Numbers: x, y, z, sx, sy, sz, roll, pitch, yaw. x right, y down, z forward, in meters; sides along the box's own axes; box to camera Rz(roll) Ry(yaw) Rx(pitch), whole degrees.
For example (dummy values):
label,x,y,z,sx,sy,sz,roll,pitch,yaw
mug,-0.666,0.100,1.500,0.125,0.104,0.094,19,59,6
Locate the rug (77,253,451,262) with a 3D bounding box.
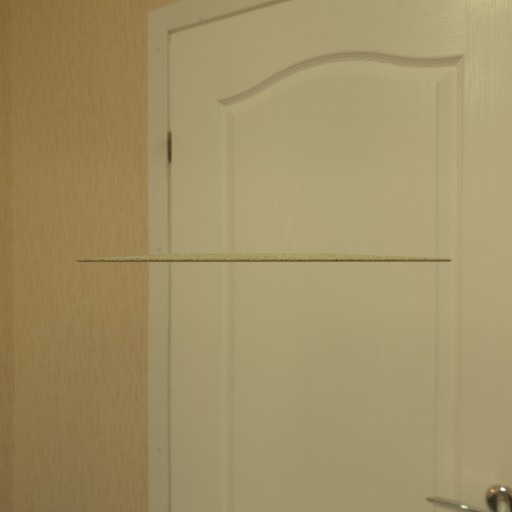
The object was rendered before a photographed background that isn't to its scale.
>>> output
label,x,y,z,sx,sy,sz,roll,pitch,yaw
rug,0.000,0.000,3.018,1.540,0.012,2.448,0,1,-2
